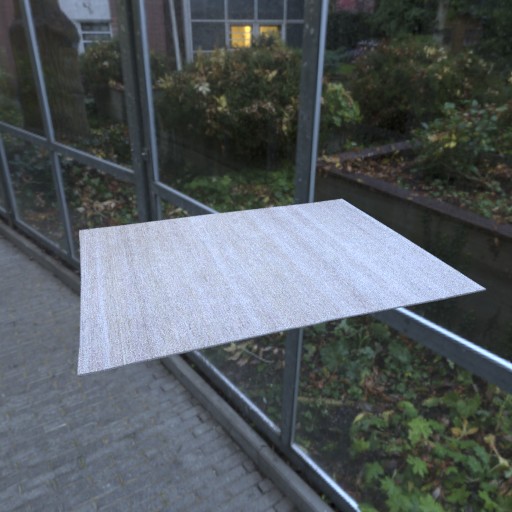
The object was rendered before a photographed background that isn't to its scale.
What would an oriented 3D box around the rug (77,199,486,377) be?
[{"bbox_3d":[0.000,0.000,4.274,3.245,0.046,2.467,-9,27,-17],"label":"rug"}]
